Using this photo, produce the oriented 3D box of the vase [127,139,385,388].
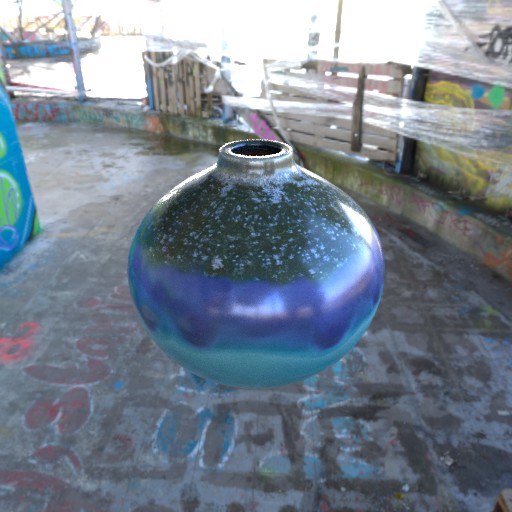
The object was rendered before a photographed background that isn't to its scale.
[{"bbox_3d":[0.000,0.000,0.272,0.154,0.133,0.154,0,29,0],"label":"vase"}]
